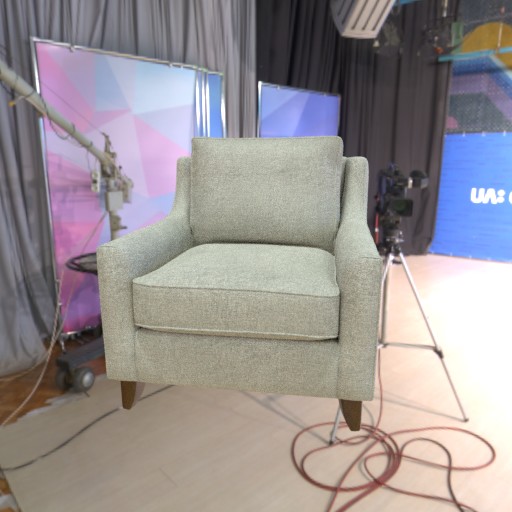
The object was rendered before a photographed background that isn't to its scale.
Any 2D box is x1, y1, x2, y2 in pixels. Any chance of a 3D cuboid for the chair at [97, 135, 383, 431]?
[{"bbox_3d":[0.000,0.000,1.628,0.838,0.864,0.918,2,14,9],"label":"chair"}]
